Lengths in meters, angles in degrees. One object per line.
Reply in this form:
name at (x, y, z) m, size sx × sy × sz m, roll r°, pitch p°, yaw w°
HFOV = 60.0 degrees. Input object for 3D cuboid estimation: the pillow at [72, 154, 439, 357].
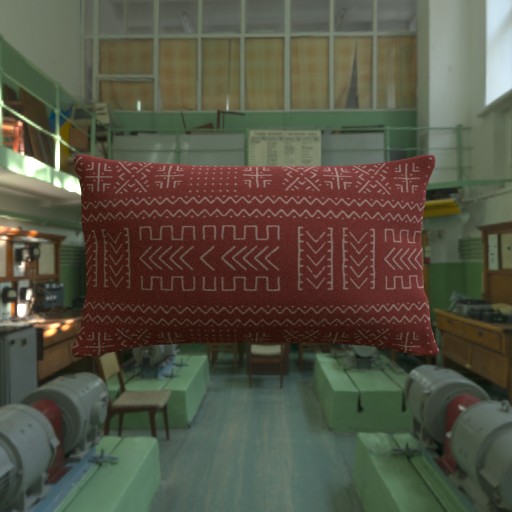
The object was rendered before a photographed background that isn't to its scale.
pillow at (0.000, 0.000, 0.765) m, size 0.640 × 0.352 × 0.130 m, roll 0°, pitch 0°, yaw 0°
